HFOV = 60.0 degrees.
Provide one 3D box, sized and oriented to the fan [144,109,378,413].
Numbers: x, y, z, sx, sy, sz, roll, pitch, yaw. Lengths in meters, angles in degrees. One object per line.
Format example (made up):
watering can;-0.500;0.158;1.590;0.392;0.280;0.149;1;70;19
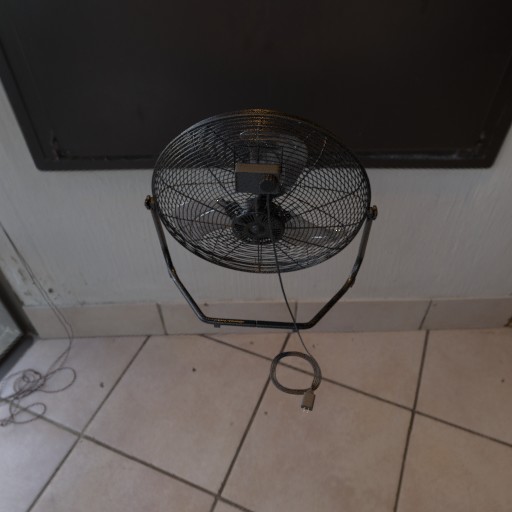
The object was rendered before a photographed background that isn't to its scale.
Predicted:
fan;0.000;0.000;0.931;0.555;0.546;0.424;3;46;3
